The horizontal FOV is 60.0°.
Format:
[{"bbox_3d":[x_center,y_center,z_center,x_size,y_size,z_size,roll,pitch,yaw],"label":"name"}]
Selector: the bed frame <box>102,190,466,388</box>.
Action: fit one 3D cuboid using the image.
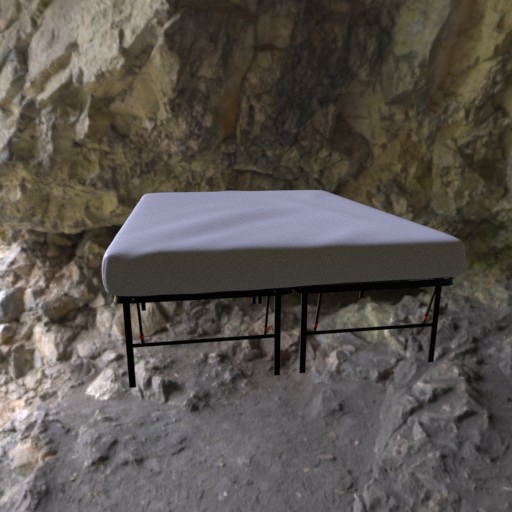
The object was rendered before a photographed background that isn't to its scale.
[{"bbox_3d":[0.000,0.000,2.881,1.584,0.667,2.151,-2,15,-9],"label":"bed frame"}]
